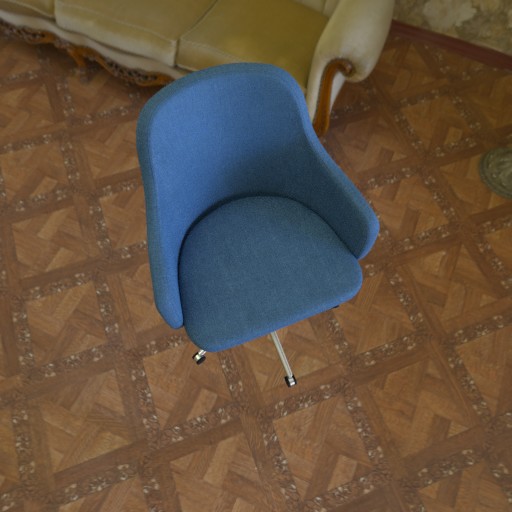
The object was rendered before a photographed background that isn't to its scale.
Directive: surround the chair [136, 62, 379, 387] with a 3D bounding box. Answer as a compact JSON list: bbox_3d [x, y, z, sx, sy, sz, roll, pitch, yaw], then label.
[{"bbox_3d":[0.000,0.000,1.288,0.599,0.820,0.655,-20,66,-9],"label":"chair"}]
